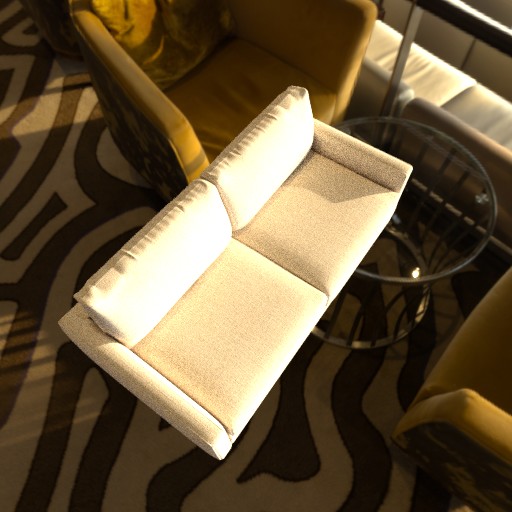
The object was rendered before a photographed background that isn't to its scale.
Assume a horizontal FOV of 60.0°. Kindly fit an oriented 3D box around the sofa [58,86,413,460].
[{"bbox_3d":[0.000,0.000,2.152,0.839,0.812,1.651,32,64,17],"label":"sofa"}]
